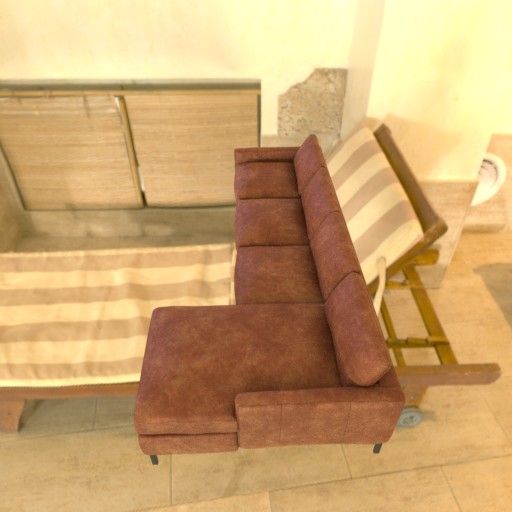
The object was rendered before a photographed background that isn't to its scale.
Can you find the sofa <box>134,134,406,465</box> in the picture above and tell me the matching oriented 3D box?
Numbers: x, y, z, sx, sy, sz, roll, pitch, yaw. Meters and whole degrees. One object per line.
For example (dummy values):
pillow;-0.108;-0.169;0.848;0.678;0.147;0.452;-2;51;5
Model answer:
sofa;0.000;0.000;3.579;1.471;0.859;2.993;-1;40;-2
